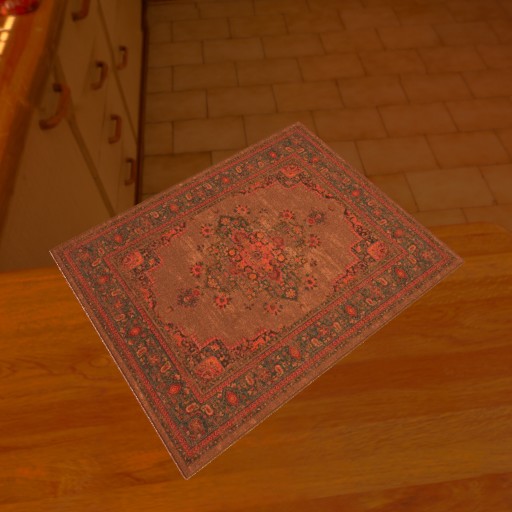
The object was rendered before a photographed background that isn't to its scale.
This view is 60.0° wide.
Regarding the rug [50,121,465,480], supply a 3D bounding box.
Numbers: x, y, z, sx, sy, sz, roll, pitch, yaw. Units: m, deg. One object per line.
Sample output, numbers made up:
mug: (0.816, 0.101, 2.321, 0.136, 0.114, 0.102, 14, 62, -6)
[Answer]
rug: (0.000, 0.000, 4.151, 3.057, 0.013, 2.434, -32, 62, -19)
